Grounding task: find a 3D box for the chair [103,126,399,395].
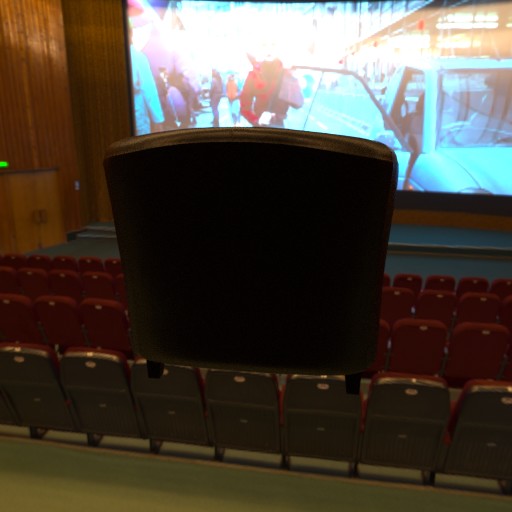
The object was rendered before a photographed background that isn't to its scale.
[{"bbox_3d":[0.000,0.000,1.367,0.793,0.756,0.727,2,16,8],"label":"chair"}]
